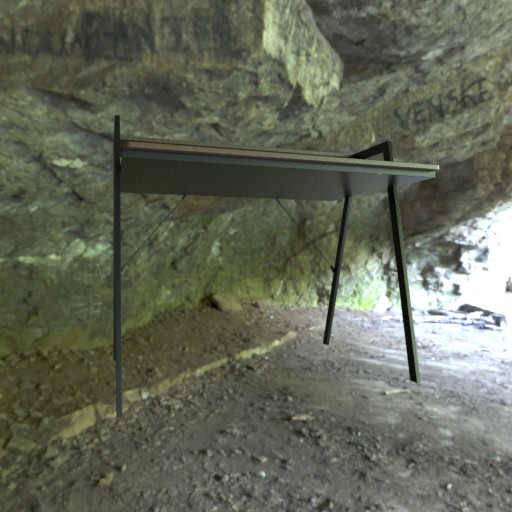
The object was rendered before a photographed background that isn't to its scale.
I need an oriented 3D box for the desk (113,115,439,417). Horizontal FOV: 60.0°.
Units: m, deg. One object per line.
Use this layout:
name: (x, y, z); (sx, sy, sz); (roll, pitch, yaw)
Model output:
desk: (0.000, 0.000, 1.879); (1.143, 0.998, 0.936); (0, 0, -19)
